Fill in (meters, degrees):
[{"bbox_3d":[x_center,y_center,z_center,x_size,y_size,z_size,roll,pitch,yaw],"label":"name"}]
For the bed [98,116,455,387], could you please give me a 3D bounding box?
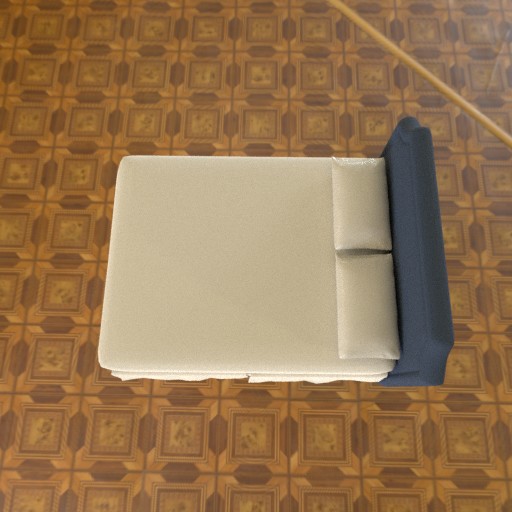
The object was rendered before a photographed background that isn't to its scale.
[{"bbox_3d":[0.000,0.000,3.271,2.260,1.297,1.831,1,74,0],"label":"bed"}]
